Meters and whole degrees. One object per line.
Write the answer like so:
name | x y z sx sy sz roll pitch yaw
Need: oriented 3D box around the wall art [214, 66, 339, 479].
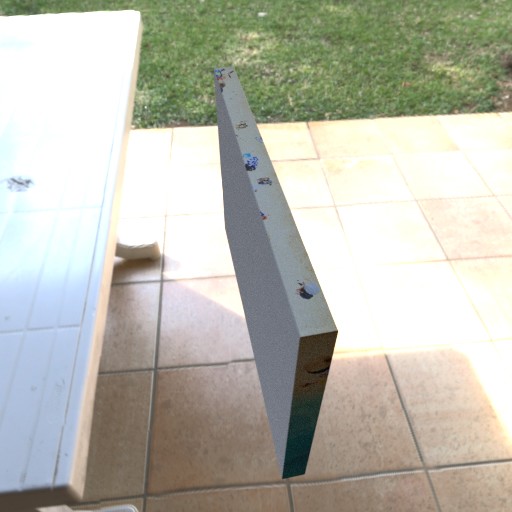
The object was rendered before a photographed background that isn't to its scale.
wall art | 0.000 0.000 1.135 0.057 0.595 0.894 -8 47 -8
